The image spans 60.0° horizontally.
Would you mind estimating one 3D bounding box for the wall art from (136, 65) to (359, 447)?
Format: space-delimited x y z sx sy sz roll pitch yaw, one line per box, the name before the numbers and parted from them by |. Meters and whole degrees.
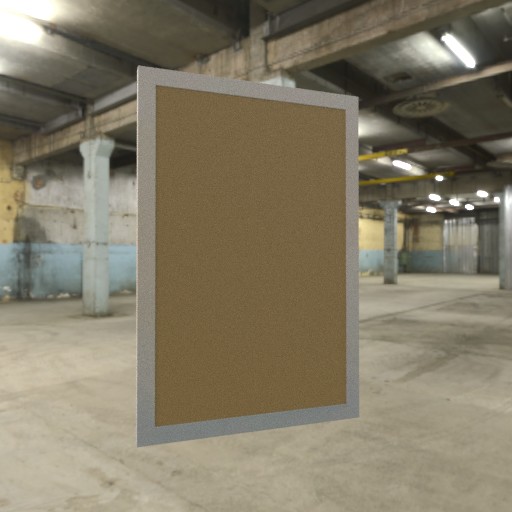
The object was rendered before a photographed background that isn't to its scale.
wall art | 0.000 0.000 1.470 0.764 1.143 0.038 0 -1 -19
